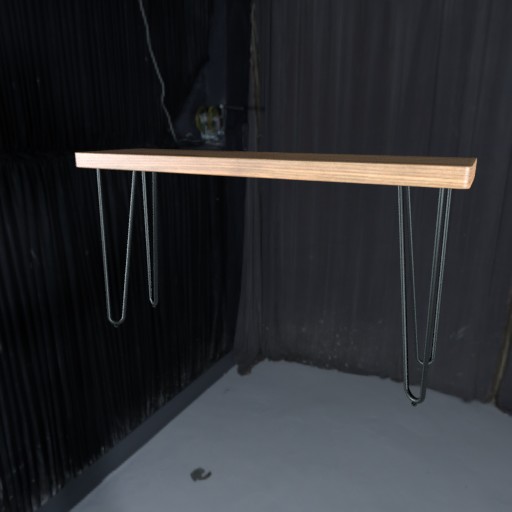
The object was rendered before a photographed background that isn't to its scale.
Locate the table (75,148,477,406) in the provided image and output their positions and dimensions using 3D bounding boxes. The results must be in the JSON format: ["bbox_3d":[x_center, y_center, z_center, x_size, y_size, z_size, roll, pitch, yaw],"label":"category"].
[{"bbox_3d":[0.000,0.000,1.871,1.570,0.834,0.425,8,18,26],"label":"table"}]
